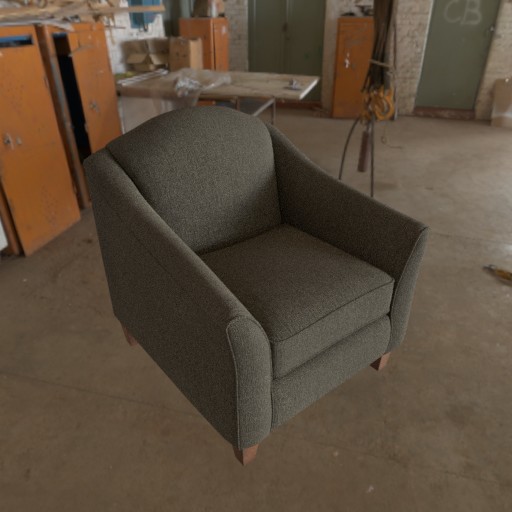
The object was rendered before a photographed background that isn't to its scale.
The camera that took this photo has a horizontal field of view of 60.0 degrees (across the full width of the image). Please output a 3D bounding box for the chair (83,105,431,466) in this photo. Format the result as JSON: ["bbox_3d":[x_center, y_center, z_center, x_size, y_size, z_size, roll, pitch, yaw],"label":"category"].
[{"bbox_3d":[0.000,0.000,1.445,0.763,0.839,0.787,-21,36,-33],"label":"chair"}]
